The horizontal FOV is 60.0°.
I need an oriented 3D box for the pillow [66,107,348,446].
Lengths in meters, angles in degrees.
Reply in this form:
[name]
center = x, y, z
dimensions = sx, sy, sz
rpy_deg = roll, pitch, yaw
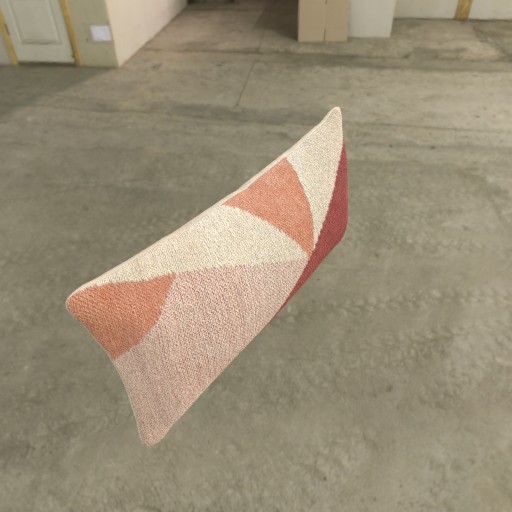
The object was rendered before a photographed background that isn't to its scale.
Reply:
[pillow]
center = 0.000, 0.000, 0.721
dimensions = 0.155, 0.292, 0.609
rpy_deg = 25, 46, 26
